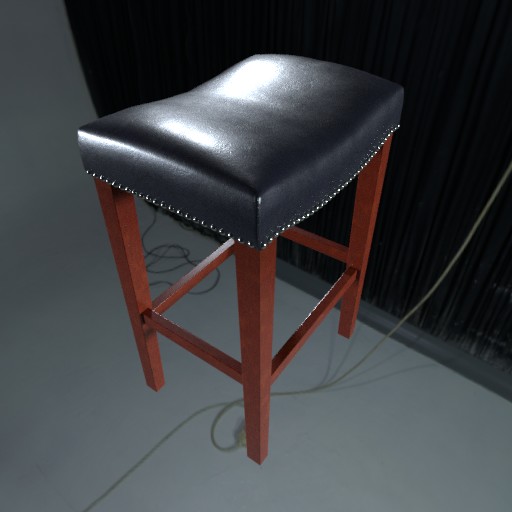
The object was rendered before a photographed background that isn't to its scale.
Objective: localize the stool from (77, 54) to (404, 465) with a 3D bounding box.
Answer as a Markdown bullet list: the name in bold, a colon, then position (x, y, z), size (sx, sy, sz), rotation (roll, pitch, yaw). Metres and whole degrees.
- **stool**: position (0.000, 0.000, 0.998), size (0.372, 0.742, 0.504), rotation (24, 46, 26)
